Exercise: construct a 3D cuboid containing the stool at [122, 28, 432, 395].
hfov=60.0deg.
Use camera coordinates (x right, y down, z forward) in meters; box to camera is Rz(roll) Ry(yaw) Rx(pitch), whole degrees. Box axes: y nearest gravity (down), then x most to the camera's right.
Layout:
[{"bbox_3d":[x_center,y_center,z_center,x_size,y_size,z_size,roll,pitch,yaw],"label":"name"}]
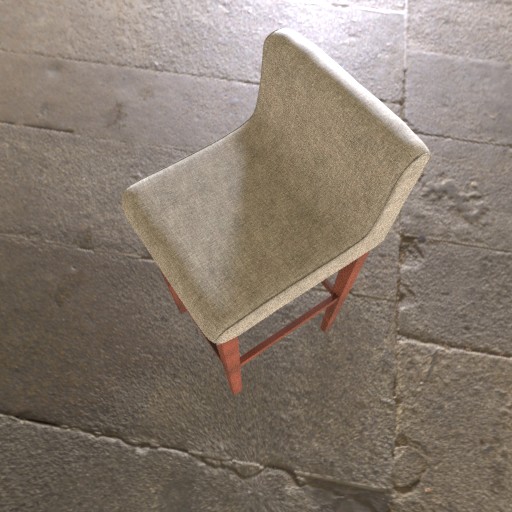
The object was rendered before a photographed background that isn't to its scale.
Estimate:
[{"bbox_3d":[0.000,0.000,1.211,0.499,0.965,0.426,-32,66,-15],"label":"stool"}]
